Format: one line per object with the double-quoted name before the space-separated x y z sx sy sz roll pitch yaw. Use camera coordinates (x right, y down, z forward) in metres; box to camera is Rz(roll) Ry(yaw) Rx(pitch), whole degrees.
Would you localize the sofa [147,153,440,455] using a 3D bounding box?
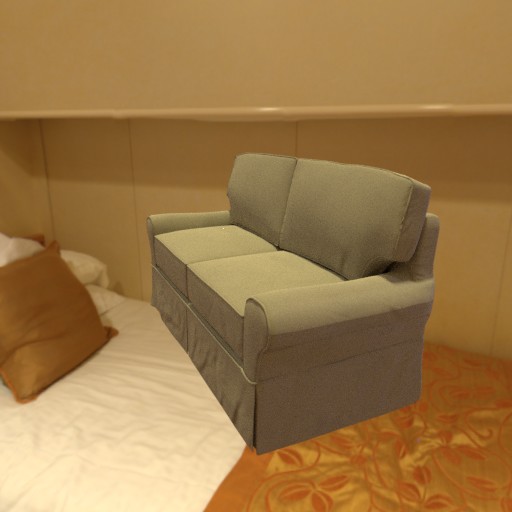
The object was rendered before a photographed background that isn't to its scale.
"sofa" 0.000 0.000 2.382 0.841 1.024 1.823 -8 18 -25
